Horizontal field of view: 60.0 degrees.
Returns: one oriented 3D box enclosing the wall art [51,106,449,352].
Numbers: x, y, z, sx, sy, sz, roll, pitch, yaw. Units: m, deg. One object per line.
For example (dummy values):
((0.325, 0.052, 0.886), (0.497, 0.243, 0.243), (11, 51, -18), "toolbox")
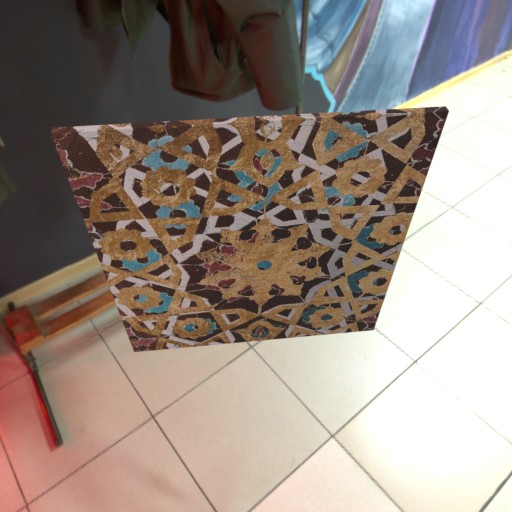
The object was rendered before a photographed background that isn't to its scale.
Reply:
((0.000, 0.000, 0.598), (0.404, 0.406, 0.010), (-4, 47, -4), "wall art")
